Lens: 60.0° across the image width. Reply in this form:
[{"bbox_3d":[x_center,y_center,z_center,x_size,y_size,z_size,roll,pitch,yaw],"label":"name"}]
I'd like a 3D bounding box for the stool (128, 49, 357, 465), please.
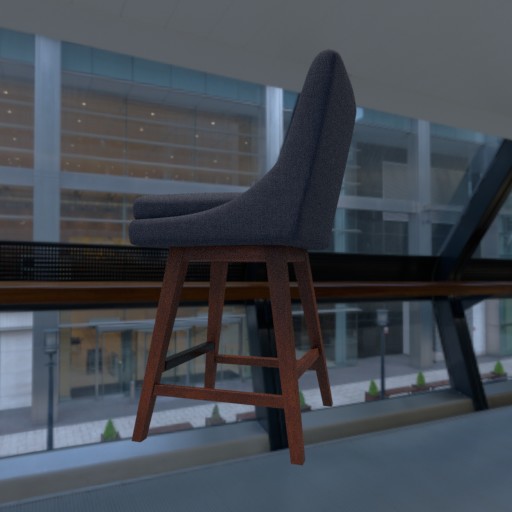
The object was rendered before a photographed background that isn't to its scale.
[{"bbox_3d":[0.000,0.000,1.209,0.524,0.895,0.467,0,-1,18],"label":"stool"}]
